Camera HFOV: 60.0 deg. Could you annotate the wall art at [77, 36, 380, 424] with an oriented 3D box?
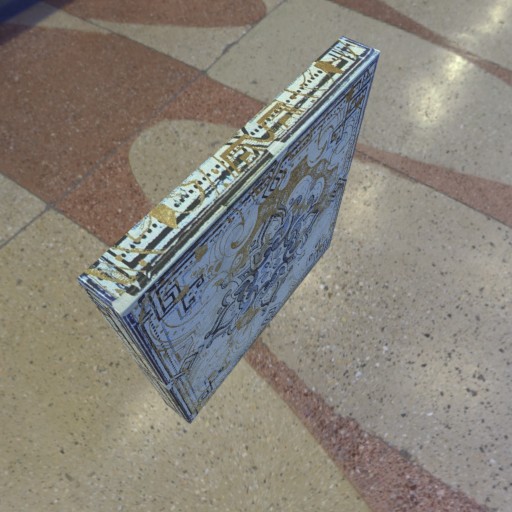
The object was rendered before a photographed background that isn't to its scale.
[{"bbox_3d":[0.000,0.000,0.447,0.038,0.306,0.302,32,64,18],"label":"wall art"}]
